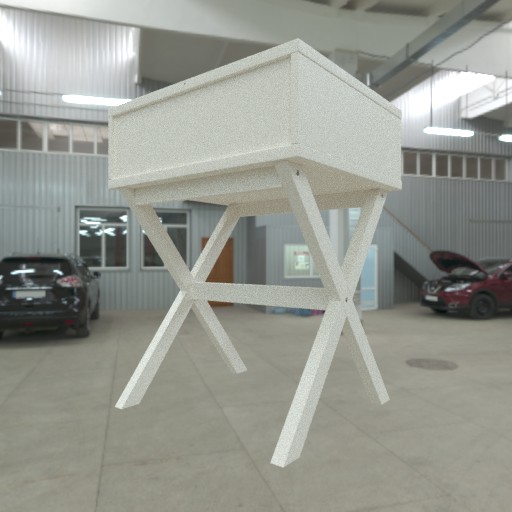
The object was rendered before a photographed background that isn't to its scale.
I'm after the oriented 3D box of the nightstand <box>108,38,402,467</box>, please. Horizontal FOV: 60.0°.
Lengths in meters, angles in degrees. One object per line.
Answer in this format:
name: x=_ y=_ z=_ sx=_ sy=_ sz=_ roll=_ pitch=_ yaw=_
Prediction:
nightstand: x=0.000 y=0.000 z=0.940 sx=0.479 sy=0.623 sz=0.402 roll=0 pitch=0 yaw=39
